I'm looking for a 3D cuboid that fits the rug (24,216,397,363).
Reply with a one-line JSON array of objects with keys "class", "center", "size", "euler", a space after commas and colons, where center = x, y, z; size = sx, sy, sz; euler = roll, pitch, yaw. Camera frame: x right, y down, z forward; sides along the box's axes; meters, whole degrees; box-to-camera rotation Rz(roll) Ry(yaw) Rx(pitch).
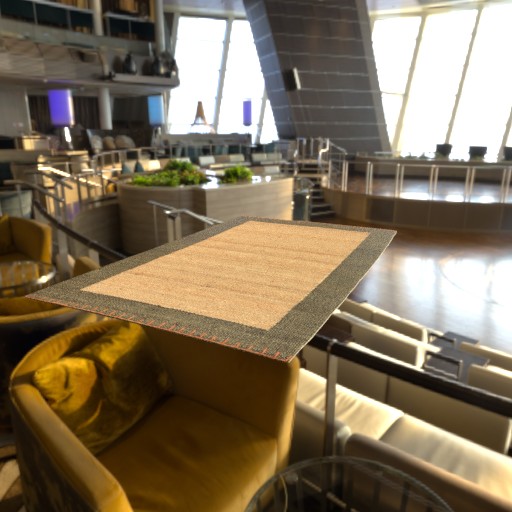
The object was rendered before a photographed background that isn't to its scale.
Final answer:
[{"class": "rug", "center": [0.000, 0.000, 3.020], "size": [1.521, 0.006, 2.435], "euler": [8, 18, 25]}]
